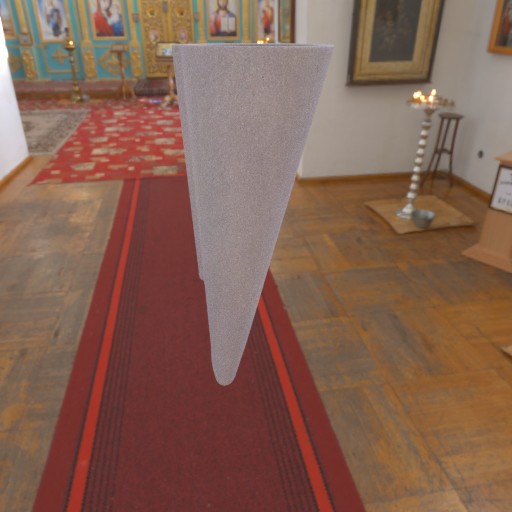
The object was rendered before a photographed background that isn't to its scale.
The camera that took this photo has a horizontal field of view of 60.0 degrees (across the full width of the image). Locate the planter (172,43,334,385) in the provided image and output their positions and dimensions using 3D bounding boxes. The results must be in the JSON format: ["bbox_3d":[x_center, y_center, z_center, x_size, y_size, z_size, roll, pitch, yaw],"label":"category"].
[{"bbox_3d":[0.000,0.000,0.301,0.087,0.259,0.078,17,31,31],"label":"planter"}]
